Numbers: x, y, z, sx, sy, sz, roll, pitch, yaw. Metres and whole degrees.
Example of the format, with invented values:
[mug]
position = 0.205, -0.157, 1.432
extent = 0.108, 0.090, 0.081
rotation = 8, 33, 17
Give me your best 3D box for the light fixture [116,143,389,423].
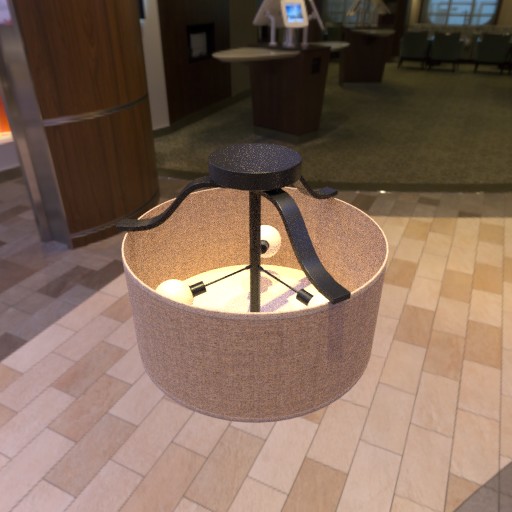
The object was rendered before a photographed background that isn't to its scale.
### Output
[light fixture]
position = 0.000, 0.000, 0.669
extent = 0.390, 0.306, 0.390
rotation = 0, 31, 0
